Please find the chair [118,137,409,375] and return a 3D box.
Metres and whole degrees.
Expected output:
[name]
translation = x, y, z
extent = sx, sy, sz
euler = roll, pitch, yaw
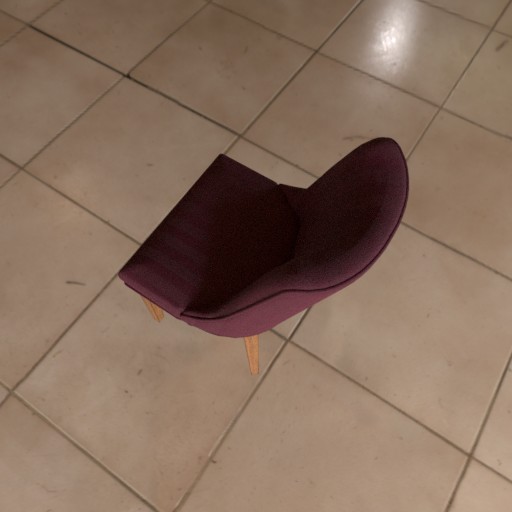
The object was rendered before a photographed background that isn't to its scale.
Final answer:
[chair]
translation = 0.000, 0.000, 1.330
extent = 0.638, 0.916, 0.548
euler = 30, 67, 14
